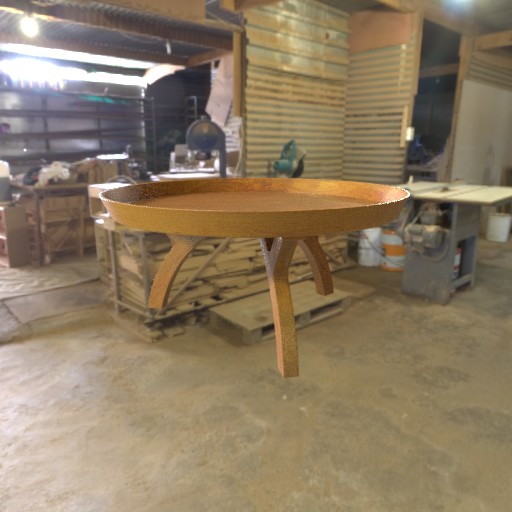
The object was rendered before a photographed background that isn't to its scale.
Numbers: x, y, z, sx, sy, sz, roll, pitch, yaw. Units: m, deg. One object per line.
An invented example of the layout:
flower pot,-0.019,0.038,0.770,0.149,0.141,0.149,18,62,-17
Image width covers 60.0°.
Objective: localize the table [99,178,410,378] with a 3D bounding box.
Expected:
table,0.000,0.000,1.568,1.016,0.470,1.016,0,14,0
